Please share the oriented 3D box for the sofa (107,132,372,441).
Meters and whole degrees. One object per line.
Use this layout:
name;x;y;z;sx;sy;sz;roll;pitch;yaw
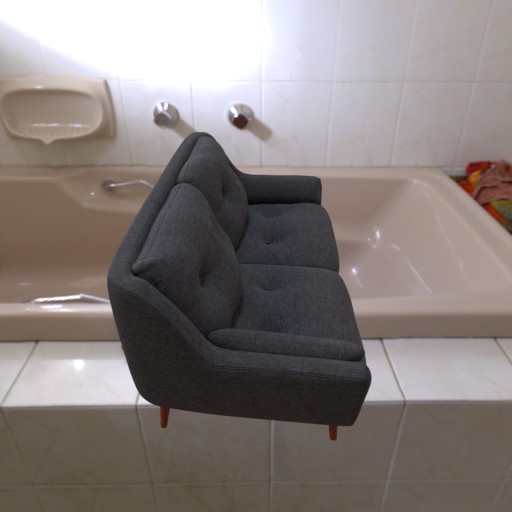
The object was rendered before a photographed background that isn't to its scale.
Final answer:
sofa;0.000;0.000;2.390;0.975;0.896;1.929;1;31;2
